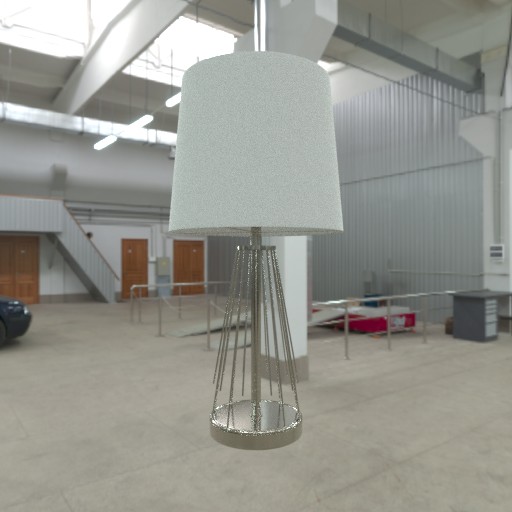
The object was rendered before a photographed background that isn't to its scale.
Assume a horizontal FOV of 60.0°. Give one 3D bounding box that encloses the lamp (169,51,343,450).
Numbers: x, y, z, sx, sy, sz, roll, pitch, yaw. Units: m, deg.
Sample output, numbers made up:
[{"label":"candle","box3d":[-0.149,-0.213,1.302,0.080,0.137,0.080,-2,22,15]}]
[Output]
[{"label":"lamp","box3d":[0.000,0.000,0.784,0.303,0.618,0.303,0,0,0]}]
